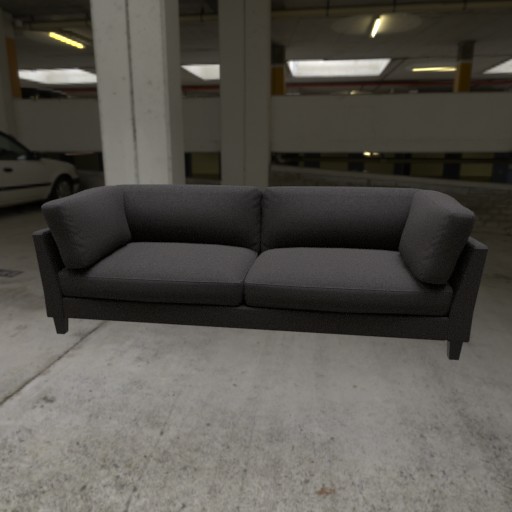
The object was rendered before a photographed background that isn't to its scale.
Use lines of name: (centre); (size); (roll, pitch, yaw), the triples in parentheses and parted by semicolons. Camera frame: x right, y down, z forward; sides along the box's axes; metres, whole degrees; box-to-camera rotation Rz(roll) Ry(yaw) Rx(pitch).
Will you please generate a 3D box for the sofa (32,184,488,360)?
sofa: (0.000, 0.000, 2.684); (2.312, 0.792, 0.969); (2, 14, 8)
